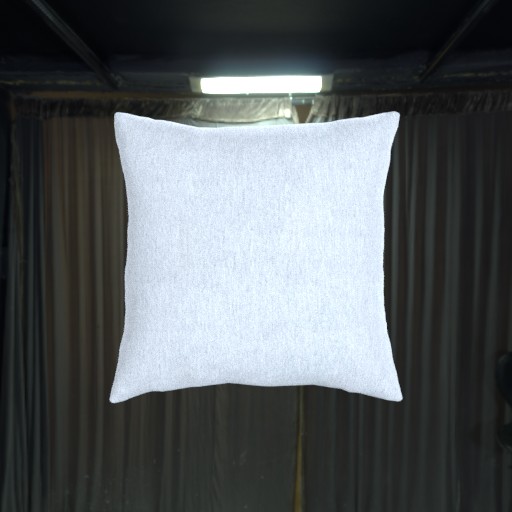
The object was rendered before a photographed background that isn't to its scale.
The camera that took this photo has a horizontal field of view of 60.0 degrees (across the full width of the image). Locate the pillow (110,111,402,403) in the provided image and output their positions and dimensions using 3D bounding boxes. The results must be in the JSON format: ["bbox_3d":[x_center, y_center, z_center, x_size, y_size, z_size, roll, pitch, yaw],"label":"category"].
[{"bbox_3d":[0.000,0.000,0.663,0.433,0.436,0.173,0,0,1],"label":"pillow"}]
